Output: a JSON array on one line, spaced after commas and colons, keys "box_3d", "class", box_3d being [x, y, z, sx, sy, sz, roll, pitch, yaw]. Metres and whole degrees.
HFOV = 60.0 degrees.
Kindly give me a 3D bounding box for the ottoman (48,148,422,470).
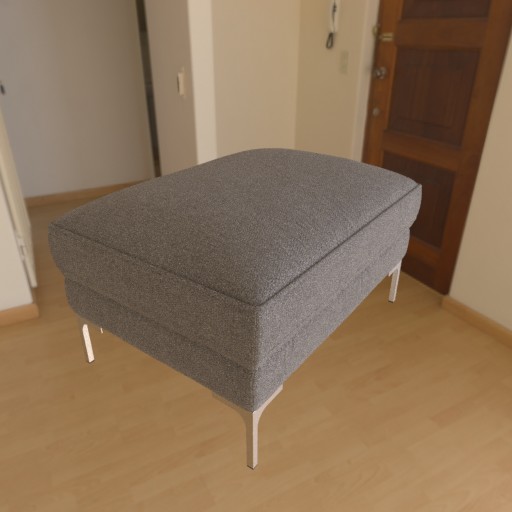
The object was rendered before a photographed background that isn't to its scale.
[{"box_3d": [0.000, 0.000, 1.164, 0.583, 0.464, 0.785, 18, 32, 32], "class": "ottoman"}]
